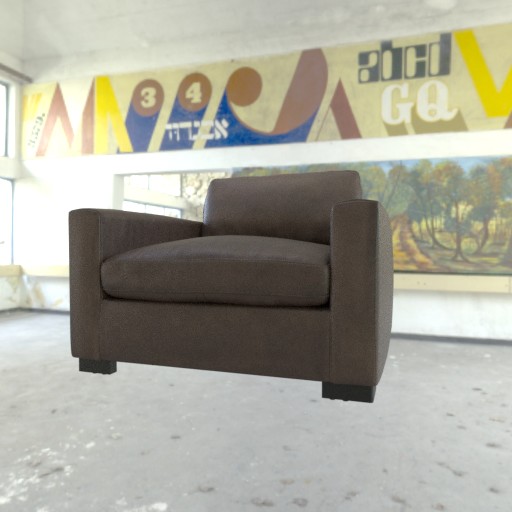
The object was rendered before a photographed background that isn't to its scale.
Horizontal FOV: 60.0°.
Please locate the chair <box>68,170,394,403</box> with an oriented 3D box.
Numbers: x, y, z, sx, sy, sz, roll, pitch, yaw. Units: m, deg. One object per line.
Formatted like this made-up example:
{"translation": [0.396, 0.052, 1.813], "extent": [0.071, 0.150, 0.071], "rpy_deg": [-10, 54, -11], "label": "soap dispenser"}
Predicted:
{"translation": [0.000, 0.000, 1.864], "extent": [1.100, 0.812, 1.069], "rpy_deg": [0, 1, 19], "label": "chair"}
